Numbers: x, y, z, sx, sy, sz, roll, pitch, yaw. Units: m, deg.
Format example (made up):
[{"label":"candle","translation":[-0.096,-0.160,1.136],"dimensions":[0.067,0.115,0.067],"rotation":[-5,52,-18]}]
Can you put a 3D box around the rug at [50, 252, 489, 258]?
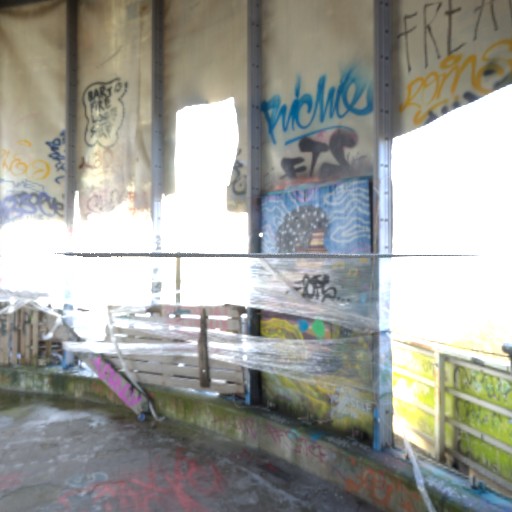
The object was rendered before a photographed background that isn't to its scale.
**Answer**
[{"label":"rug","translation":[0.000,0.000,2.761],"dimensions":[2.133,0.013,1.522],"rotation":[0,-1,-16]}]
